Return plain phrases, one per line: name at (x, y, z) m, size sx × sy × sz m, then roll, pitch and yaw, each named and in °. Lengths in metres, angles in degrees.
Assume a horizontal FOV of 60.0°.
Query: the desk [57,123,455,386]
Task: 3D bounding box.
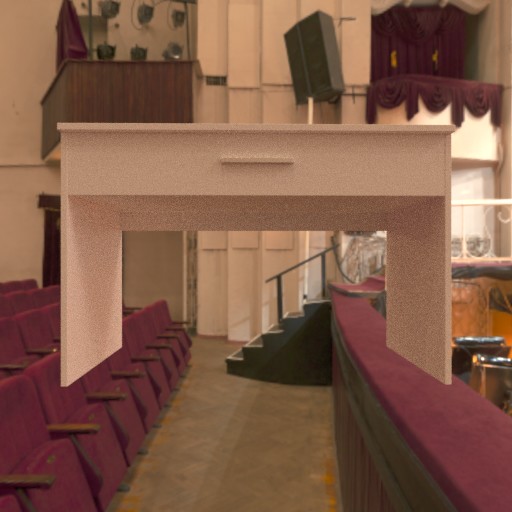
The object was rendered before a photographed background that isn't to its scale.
desk at (0.000, 0.000, 1.503) m, size 1.100 × 0.730 × 0.560 m, roll 0°, pitch 0°, yaw -1°
